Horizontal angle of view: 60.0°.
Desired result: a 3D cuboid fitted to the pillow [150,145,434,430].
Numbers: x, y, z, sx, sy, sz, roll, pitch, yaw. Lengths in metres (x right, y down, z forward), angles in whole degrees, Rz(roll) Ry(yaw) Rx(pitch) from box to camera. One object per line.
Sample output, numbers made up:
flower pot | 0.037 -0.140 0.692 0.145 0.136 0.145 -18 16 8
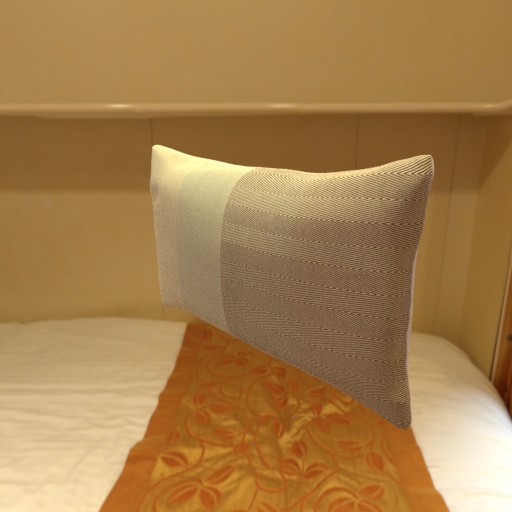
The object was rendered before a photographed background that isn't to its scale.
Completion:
pillow | 0.000 0.000 0.633 0.139 0.305 0.506 -15 22 -41
